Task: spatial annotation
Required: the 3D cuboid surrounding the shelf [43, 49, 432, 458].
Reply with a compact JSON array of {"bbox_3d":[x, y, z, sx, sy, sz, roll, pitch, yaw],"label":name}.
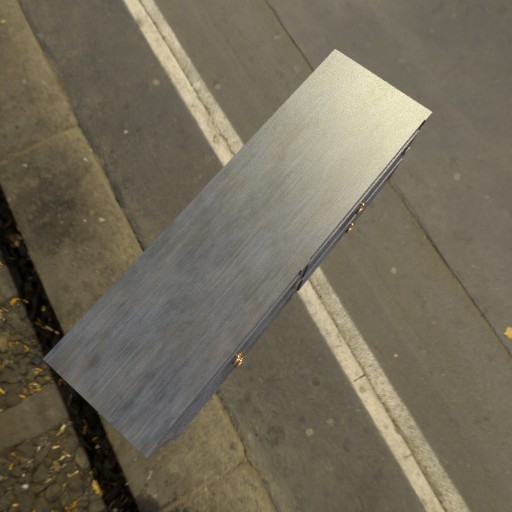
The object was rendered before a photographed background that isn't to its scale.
[{"bbox_3d":[0.000,0.000,1.901,0.479,0.719,1.575,38,77,11],"label":"shelf"}]
